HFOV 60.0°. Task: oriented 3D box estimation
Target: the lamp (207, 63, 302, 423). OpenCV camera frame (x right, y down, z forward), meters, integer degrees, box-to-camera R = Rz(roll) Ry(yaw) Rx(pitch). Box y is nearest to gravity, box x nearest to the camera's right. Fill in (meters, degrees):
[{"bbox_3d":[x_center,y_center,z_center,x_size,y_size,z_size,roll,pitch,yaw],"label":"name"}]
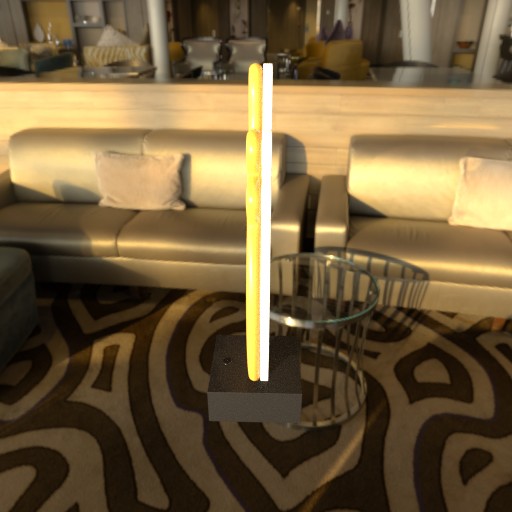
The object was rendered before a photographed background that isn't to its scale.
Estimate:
[{"bbox_3d":[0.000,0.000,0.396,0.088,0.317,0.167,1,27,1],"label":"lamp"}]
